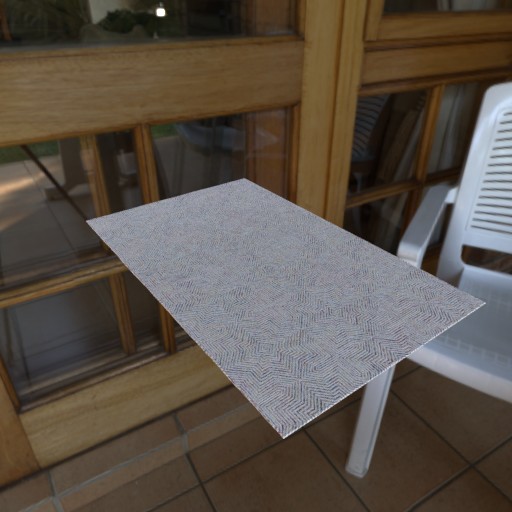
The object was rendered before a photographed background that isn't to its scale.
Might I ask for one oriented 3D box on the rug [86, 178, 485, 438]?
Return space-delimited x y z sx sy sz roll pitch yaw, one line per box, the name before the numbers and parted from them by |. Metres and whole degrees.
rug | 0.000 0.000 3.018 1.519 0.007 2.428 -21 37 -31
